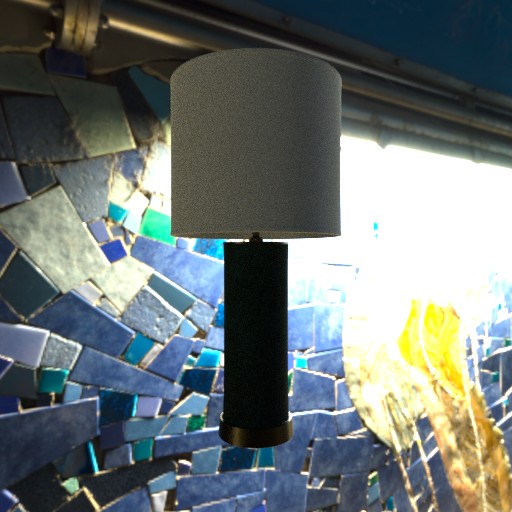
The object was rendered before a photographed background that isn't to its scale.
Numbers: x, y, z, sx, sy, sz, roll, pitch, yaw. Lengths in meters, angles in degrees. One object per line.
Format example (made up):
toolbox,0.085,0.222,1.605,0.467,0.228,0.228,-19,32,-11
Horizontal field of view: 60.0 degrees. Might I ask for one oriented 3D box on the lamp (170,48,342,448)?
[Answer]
lamp,0.000,0.000,0.792,0.301,0.630,0.301,0,0,-18
